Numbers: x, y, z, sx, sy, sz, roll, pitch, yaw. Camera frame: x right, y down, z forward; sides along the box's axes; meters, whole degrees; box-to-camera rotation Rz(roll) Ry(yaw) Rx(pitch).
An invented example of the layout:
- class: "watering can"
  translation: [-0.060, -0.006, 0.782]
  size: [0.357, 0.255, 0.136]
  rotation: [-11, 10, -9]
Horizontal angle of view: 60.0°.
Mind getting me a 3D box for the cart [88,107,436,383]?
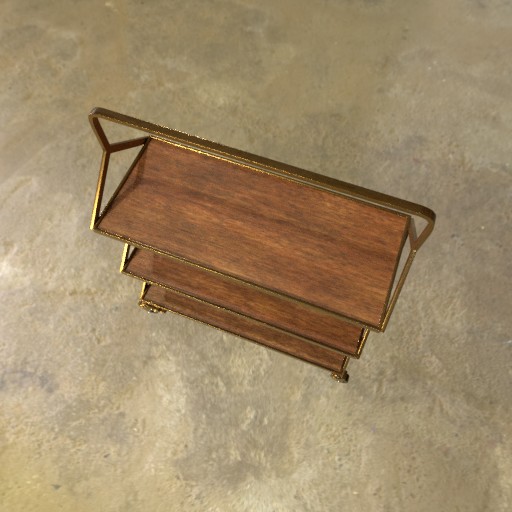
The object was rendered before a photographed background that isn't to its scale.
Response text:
- class: "cart"
  translation: [0.000, 0.000, 1.164]
  size: [0.723, 0.805, 0.313]
  rotation: [19, 66, 9]
